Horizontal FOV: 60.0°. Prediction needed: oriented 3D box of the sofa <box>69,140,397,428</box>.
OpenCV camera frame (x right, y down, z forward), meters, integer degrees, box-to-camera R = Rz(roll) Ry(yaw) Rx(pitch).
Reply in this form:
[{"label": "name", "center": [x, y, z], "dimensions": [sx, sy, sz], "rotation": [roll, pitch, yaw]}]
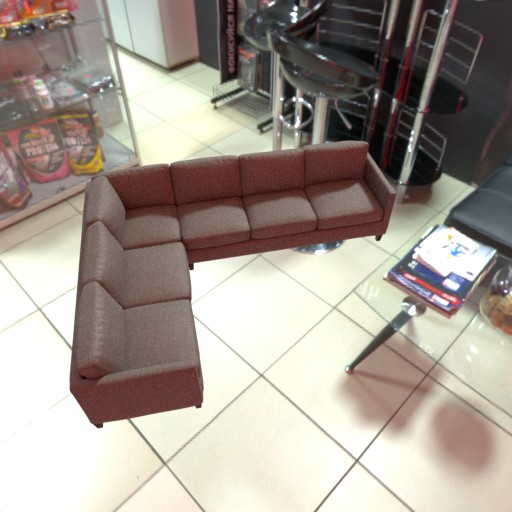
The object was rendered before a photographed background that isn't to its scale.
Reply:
[{"label": "sofa", "center": [0.000, 0.000, 4.428], "dimensions": [3.302, 0.947, 2.593], "rotation": [-9, 47, -8]}]
